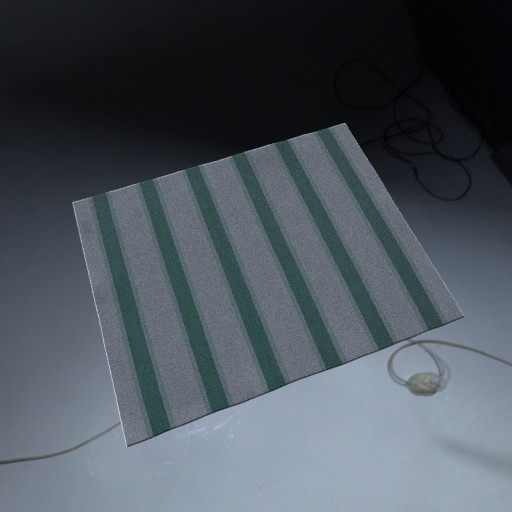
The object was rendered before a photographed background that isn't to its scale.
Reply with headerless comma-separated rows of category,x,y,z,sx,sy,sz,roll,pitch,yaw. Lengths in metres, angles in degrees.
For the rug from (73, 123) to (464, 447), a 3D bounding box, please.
rug,0.000,0.000,4.191,3.041,0.019,2.434,-18,64,-9
